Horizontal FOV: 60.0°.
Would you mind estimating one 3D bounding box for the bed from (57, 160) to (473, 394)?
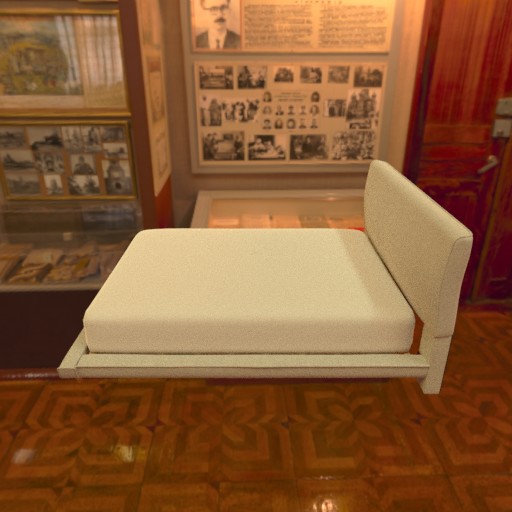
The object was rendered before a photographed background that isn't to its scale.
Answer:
[{"bbox_3d":[0.000,0.000,3.332,2.368,1.067,1.840,0,24,0],"label":"bed"}]
